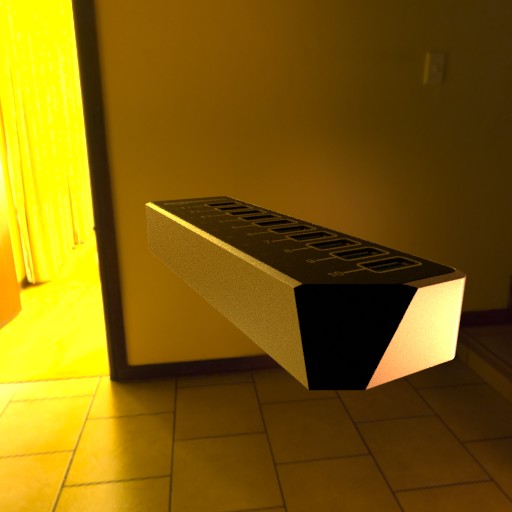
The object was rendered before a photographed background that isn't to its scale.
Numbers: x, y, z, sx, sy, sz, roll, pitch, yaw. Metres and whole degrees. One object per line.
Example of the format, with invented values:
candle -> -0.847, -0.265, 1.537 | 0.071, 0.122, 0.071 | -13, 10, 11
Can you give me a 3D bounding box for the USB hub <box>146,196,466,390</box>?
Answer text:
USB hub -> 0.000, 0.000, 0.163 | 0.044, 0.023, 0.145 | -9, 18, -27
